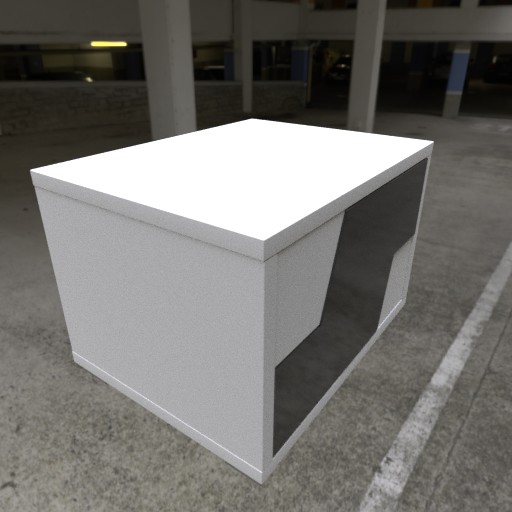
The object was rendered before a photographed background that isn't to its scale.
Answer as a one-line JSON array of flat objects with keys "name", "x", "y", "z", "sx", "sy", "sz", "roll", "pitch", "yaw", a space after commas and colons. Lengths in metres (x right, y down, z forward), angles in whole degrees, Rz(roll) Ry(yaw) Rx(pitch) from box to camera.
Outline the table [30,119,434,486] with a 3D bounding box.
[{"name": "table", "x": 0.000, "y": 0.000, "z": 0.775, "sx": 0.399, "sy": 0.357, "sz": 0.517, "roll": 18, "pitch": 32, "yaw": 32}]
